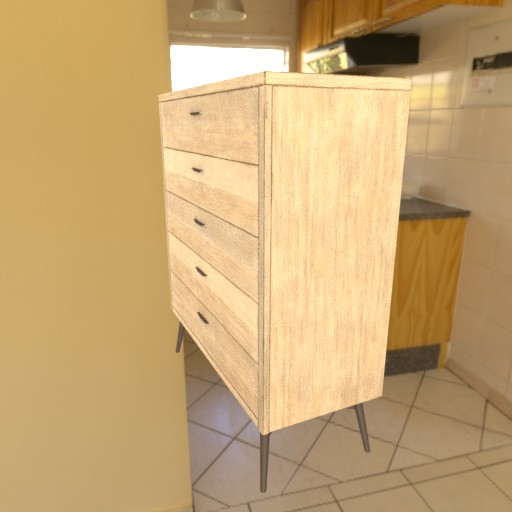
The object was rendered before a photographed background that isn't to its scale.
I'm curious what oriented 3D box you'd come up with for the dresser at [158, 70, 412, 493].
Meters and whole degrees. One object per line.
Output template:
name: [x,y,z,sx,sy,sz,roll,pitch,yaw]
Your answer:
dresser: [0.000,0.000,1.718,0.457,1.219,1.016,-8,18,-24]
